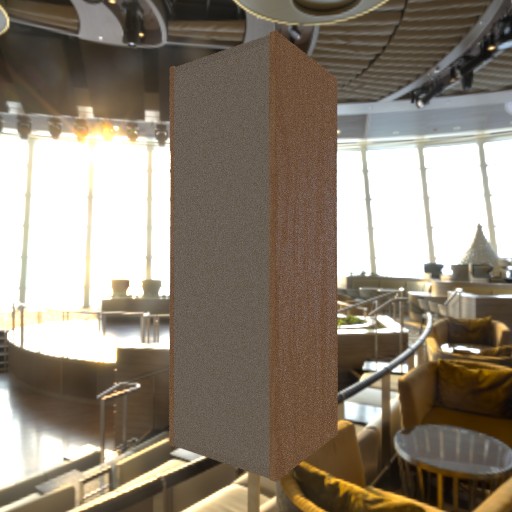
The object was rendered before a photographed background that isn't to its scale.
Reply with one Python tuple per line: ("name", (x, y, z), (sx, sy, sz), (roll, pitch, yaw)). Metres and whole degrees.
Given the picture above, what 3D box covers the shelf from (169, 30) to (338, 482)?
("shelf", (0.000, 0.000, 1.087), (0.300, 0.900, 0.290), (0, 0, 35))
